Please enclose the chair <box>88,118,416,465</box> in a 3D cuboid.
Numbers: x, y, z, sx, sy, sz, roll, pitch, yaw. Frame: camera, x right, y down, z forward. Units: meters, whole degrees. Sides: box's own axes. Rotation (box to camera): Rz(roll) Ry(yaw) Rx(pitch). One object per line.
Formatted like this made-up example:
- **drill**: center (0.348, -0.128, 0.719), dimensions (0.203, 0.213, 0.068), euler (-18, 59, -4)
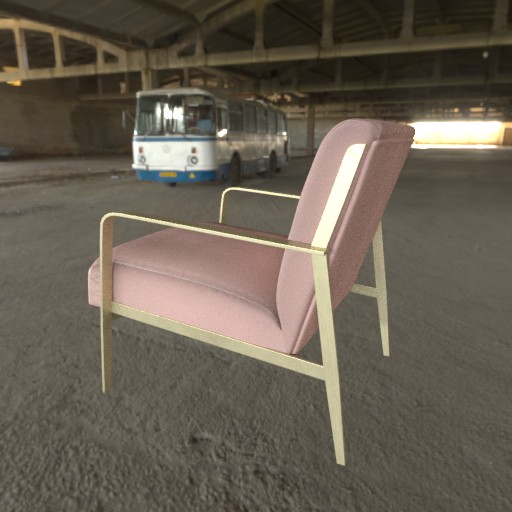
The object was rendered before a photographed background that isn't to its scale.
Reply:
- **chair**: center (0.000, 0.000, 1.425), dimensions (0.848, 0.823, 0.701), euler (7, 17, 25)
